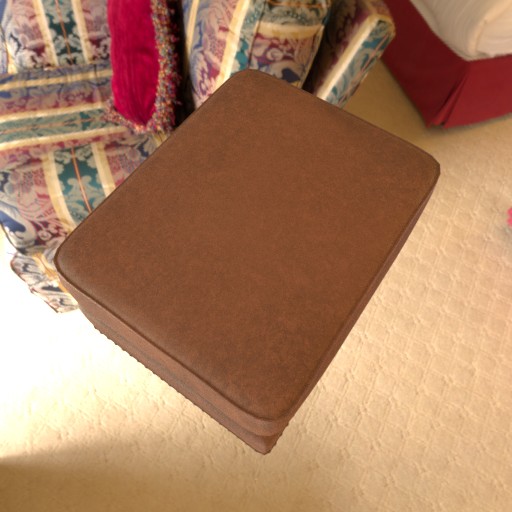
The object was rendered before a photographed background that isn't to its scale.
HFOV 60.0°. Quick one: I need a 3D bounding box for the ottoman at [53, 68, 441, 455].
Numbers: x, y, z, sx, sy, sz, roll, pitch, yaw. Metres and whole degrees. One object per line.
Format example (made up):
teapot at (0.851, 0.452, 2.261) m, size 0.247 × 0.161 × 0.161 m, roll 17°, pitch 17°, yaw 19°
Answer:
ottoman at (0.000, 0.000, 1.127) m, size 0.589 × 0.537 × 0.738 m, roll 32°, pitch 68°, yaw 15°
